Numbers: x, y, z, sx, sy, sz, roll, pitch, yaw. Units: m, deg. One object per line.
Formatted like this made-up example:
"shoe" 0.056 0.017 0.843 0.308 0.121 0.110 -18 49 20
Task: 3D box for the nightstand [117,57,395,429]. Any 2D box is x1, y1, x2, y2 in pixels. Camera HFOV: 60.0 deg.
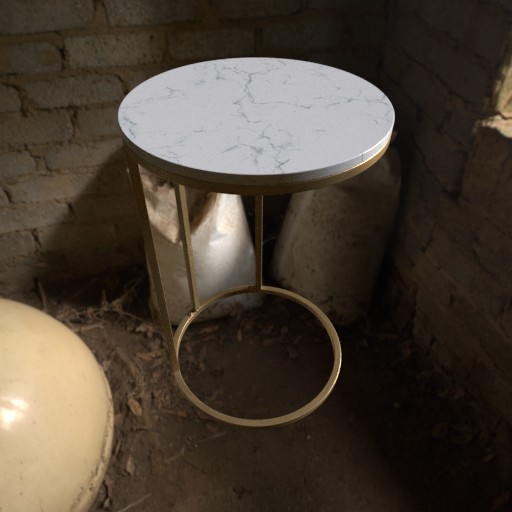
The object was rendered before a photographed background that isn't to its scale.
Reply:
"nightstand" 0.000 0.000 0.860 0.400 0.610 0.400 26 48 26
